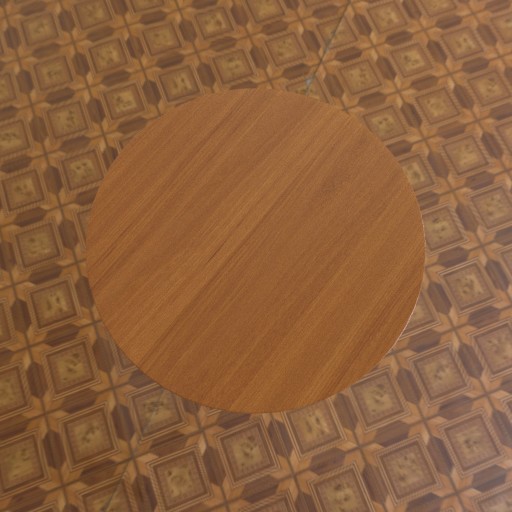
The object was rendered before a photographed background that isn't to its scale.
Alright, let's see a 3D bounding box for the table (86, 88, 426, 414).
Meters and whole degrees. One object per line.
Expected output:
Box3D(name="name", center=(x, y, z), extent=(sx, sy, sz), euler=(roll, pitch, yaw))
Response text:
Box3D(name="table", center=(0.000, 0.000, 1.573), extent=(1.029, 0.490, 1.029), euler=(0, 75, 0))
